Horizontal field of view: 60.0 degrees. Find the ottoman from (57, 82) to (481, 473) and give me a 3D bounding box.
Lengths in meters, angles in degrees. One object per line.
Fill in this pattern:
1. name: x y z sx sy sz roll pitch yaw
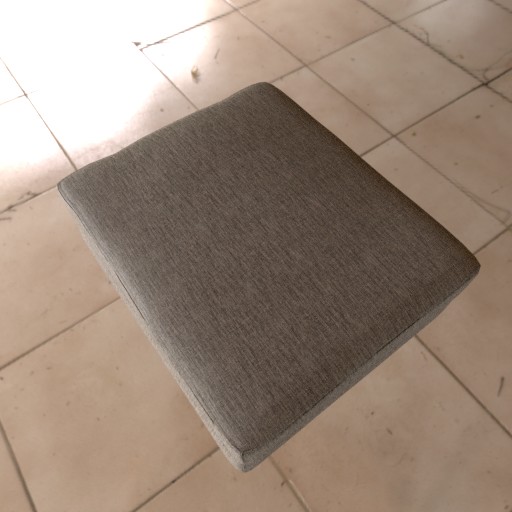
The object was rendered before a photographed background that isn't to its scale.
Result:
1. ottoman: 0.000 0.000 1.436 0.839 0.492 0.994 -33 64 -18
